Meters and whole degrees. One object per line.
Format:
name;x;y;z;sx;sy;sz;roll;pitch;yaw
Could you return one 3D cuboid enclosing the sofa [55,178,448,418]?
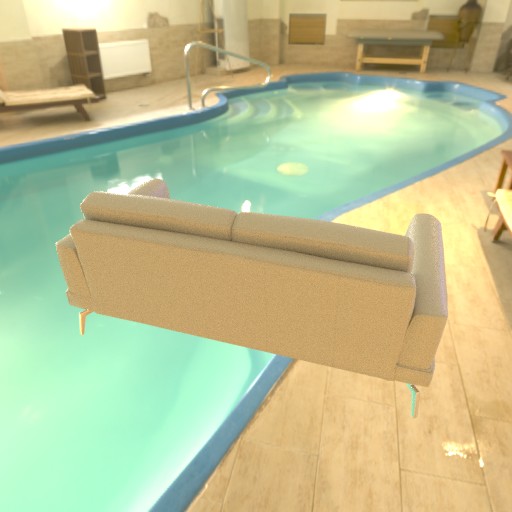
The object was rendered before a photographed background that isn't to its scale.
sofa;0.000;0.000;2.756;2.177;0.930;1.121;10;33;15
